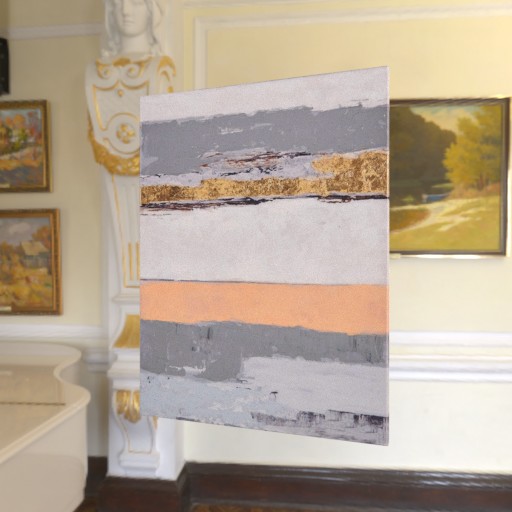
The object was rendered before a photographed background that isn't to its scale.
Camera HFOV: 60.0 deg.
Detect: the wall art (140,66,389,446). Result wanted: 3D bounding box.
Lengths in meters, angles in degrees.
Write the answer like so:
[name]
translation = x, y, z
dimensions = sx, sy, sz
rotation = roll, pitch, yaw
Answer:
[wall art]
translation = 0.000, 0.000, 0.794
dimensions = 0.456, 0.609, 0.038
rotation = 0, 0, 18
